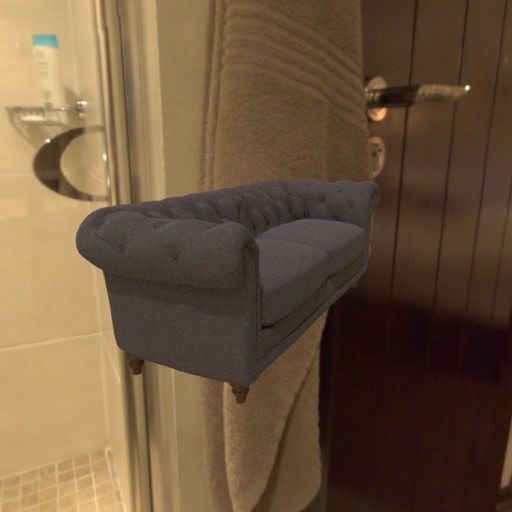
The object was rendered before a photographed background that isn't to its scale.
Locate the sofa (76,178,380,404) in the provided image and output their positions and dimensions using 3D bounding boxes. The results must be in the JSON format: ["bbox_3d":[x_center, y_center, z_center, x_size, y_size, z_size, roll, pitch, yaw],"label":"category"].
[{"bbox_3d":[0.000,0.000,2.848,1.046,0.836,2.335,7,16,27],"label":"sofa"}]
